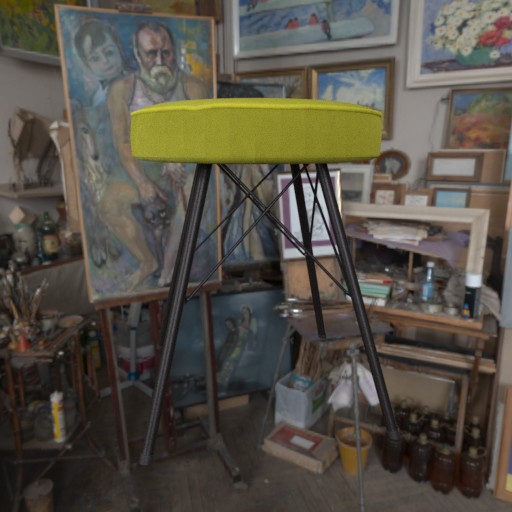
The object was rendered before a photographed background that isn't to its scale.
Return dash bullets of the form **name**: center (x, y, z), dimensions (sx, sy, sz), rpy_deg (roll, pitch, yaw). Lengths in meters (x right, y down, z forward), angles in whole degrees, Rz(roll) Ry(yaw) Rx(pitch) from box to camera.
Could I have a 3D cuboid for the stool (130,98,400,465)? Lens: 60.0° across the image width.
- **stool**: center (0.000, 0.000, 0.796), dimensions (0.409, 0.508, 0.409), rpy_deg (-2, 14, -8)
